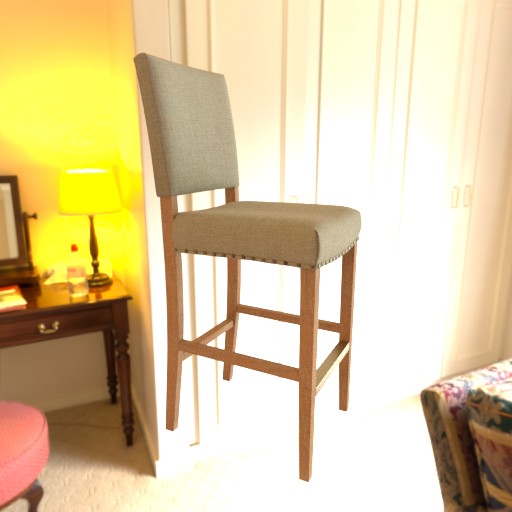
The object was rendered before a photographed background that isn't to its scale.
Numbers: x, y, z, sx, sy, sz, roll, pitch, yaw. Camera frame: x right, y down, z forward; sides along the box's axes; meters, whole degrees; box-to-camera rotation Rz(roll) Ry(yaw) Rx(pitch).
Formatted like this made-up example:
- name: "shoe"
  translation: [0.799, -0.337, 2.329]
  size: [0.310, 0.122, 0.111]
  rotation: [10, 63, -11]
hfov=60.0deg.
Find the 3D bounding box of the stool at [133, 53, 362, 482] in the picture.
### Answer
- name: "stool"
  translation: [0.000, 0.000, 1.451]
  size: [0.585, 1.203, 0.445]
  rotation: [7, 15, 26]
